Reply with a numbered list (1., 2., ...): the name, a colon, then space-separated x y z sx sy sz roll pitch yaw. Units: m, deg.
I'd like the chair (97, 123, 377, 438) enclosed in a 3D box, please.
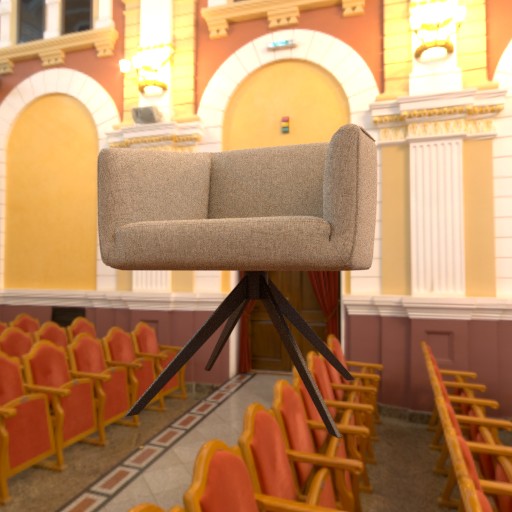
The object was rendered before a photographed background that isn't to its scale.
1. chair: 0.000 0.000 1.224 0.628 0.760 0.623 -1 -2 18
